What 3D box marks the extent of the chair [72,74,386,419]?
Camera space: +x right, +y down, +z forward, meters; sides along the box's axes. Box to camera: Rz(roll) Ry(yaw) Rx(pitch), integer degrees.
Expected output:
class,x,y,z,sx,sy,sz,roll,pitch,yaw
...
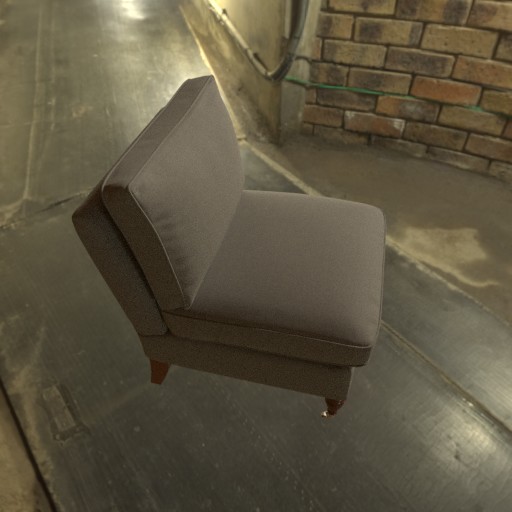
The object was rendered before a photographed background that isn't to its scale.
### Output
class,x,y,z,sx,sy,sz,roll,pitch,yaw
chair,0.000,0.000,1.662,0.924,1.045,0.724,10,46,10
